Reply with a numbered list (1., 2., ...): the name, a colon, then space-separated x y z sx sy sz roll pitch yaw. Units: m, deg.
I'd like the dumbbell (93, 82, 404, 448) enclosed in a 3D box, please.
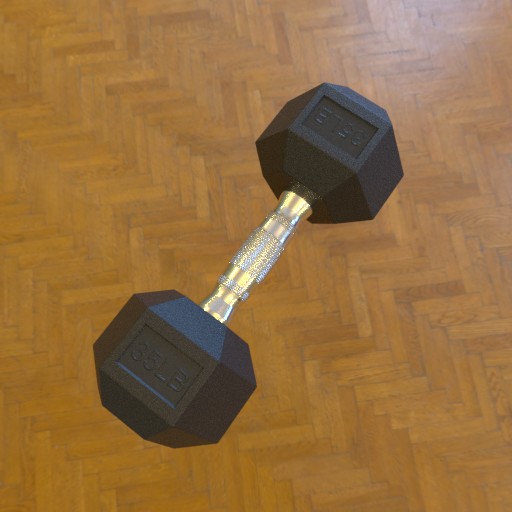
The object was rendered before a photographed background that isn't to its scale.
1. dumbbell: 0.000 0.000 0.419 0.141 0.123 0.356 35 78 8
